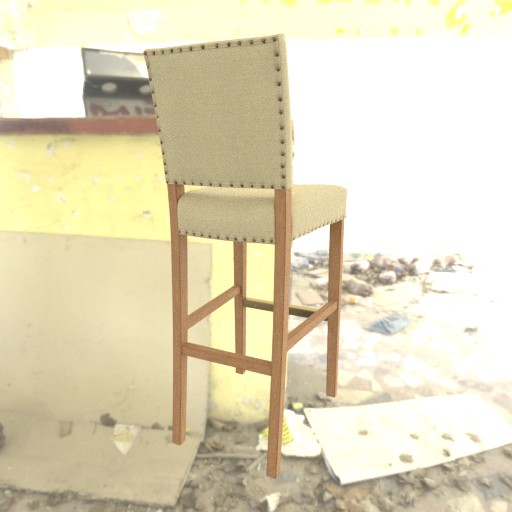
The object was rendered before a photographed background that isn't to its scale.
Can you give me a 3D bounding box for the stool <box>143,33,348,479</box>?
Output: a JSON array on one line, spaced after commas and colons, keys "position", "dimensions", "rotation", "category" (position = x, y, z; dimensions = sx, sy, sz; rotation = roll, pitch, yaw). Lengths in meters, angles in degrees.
[{"position": [0.000, 0.000, 1.382], "dimensions": [0.428, 1.143, 0.546], "rotation": [7, 16, 25], "category": "stool"}]
